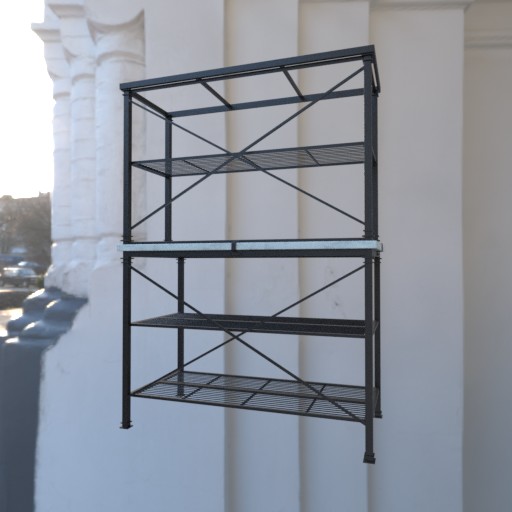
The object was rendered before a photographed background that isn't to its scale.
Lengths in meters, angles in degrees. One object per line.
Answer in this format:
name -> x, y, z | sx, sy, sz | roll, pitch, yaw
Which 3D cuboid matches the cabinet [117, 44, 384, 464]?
cabinet -> 0.000, 0.000, 2.210 | 1.210, 1.659, 0.610 | 0, -1, 19
